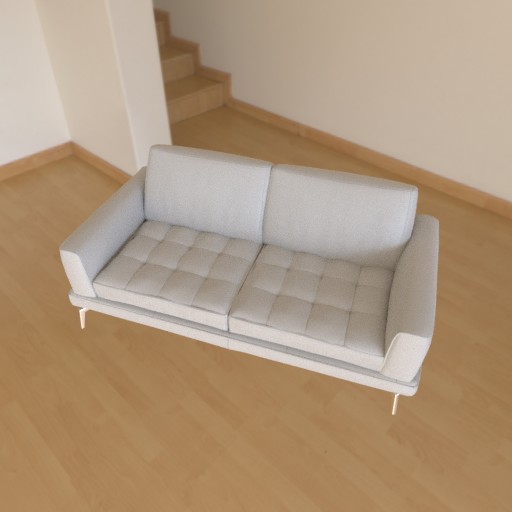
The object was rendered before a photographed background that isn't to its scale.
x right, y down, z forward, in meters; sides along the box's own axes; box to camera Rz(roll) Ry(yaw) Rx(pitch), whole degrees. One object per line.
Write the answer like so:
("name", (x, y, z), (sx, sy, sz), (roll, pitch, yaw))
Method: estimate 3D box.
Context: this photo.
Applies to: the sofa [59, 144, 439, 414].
("sofa", (0.000, 0.000, 2.803), (2.177, 0.930, 1.121), (12, 42, 14))
